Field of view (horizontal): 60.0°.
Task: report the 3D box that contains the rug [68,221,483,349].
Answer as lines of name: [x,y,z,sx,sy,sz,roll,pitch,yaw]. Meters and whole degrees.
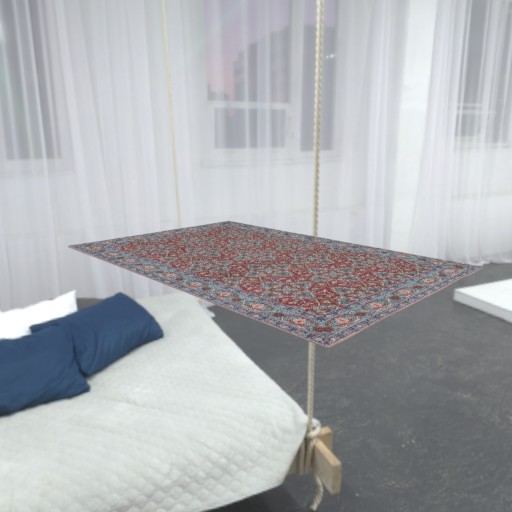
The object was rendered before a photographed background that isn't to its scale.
rug: [0.000,0.000,2.306,1.219,0.009,1.829,-13,19,-43]
